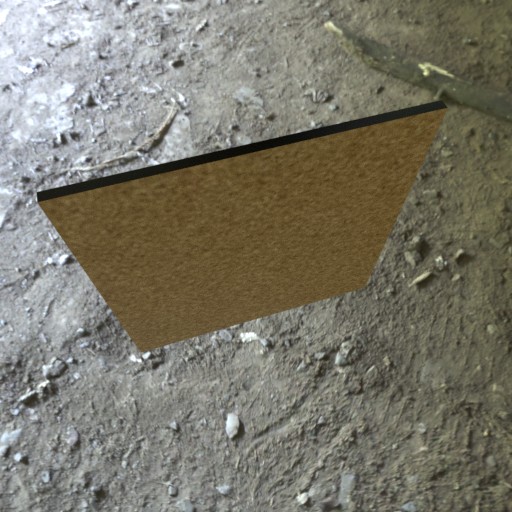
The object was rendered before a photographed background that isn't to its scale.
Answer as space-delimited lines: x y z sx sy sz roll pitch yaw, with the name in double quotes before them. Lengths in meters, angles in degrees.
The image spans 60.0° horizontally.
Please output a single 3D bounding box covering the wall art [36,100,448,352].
"wall art" 0.000 0.000 0.655 0.446 0.445 0.014 -15 60 -9
